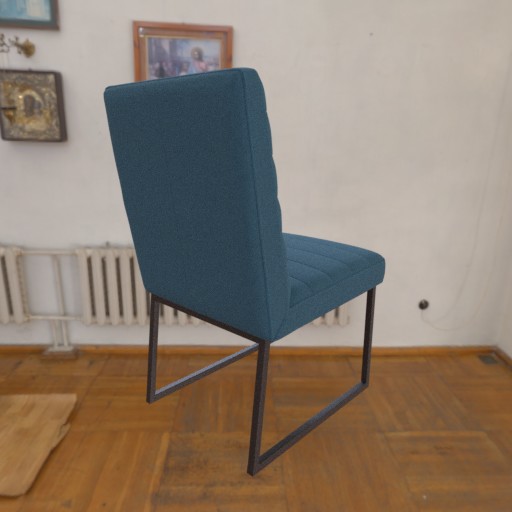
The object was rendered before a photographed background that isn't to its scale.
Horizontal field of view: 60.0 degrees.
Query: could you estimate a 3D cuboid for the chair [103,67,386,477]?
[{"bbox_3d":[0.000,0.000,1.291,0.520,0.930,0.634,14,20,42],"label":"chair"}]
